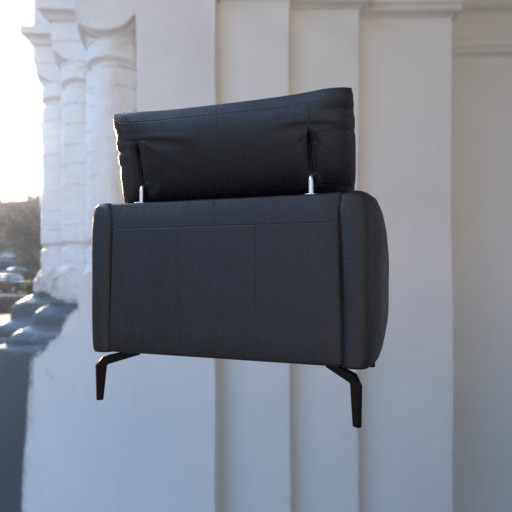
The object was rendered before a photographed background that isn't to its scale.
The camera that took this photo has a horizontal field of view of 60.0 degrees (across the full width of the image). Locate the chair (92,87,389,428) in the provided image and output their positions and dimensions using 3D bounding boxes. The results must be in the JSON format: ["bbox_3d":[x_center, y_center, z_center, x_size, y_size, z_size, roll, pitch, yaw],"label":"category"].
[{"bbox_3d":[0.000,0.000,1.701,0.976,0.949,0.809,-1,-2,18],"label":"chair"}]
